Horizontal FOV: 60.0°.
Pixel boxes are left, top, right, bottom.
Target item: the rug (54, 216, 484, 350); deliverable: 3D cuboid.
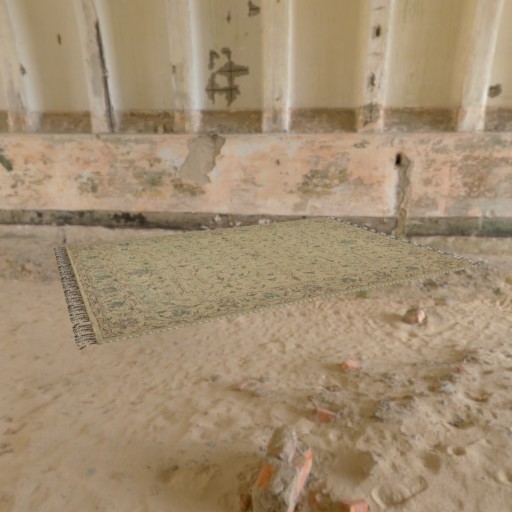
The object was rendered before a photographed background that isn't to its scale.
[{"bbox_3d":[0.000,0.000,2.224,1.802,0.008,1.247,-8,19,-25],"label":"rug"}]
